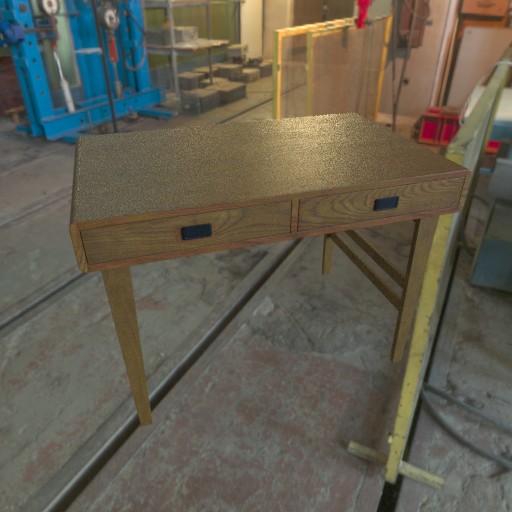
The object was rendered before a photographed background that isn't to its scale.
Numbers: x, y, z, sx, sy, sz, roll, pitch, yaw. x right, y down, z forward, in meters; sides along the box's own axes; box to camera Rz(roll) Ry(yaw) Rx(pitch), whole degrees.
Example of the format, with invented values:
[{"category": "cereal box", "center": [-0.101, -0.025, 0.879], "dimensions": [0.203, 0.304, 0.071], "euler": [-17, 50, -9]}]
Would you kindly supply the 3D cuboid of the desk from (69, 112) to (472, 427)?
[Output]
[{"category": "desk", "center": [0.000, 0.000, 1.560], "dimensions": [1.066, 0.754, 0.660], "euler": [-10, 33, -15]}]
